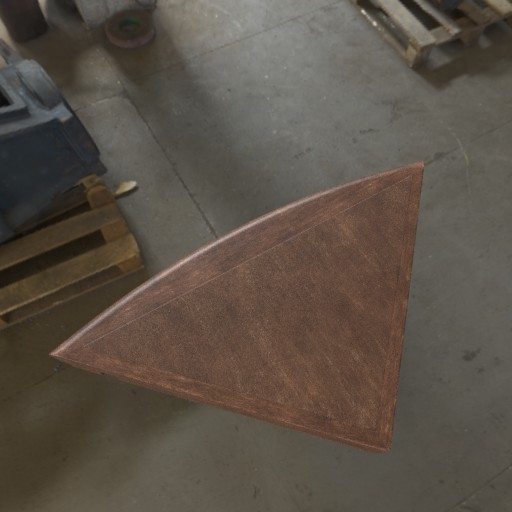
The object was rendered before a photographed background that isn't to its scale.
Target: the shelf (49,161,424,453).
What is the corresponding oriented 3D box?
[{"bbox_3d":[0.000,0.000,0.466,0.310,0.050,0.310,14,65,6],"label":"shelf"}]
